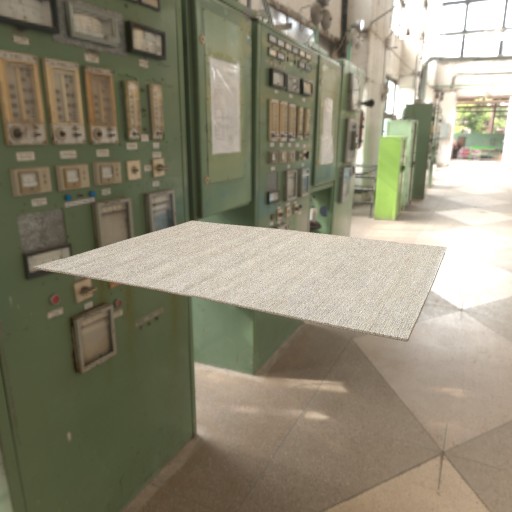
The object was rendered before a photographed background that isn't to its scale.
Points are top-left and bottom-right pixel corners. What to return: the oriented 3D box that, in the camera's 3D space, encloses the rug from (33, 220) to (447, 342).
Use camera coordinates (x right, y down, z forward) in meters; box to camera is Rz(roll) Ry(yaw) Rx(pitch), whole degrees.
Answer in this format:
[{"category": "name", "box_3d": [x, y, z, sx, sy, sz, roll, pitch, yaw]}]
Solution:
[{"category": "rug", "box_3d": [0.000, 0.000, 4.805, 3.626, 0.051, 2.757, 8, 17, 26]}]
